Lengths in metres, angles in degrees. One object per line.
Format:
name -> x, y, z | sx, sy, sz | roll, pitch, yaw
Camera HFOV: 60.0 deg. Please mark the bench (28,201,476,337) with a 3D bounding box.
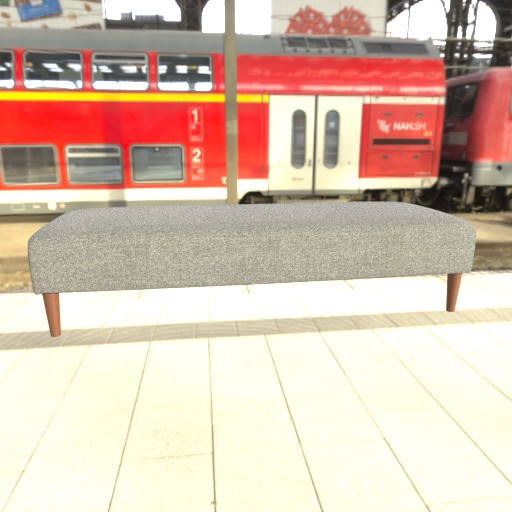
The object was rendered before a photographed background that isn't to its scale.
bench -> 0.000, 0.000, 1.861 | 1.598, 0.384, 0.631 | -2, 15, -9
